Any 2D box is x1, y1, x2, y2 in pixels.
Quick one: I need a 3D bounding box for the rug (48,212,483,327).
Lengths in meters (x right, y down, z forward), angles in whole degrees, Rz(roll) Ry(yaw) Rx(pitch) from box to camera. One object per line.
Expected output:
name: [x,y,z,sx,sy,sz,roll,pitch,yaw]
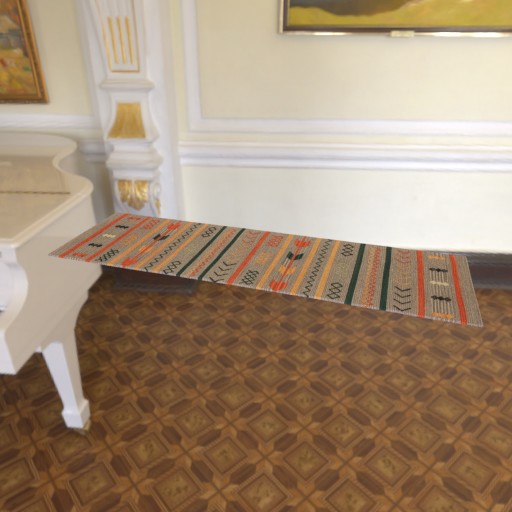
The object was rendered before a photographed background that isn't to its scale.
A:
rug: [0.000,0.000,2.671,2.419,0.022,0.744,8,28,16]
